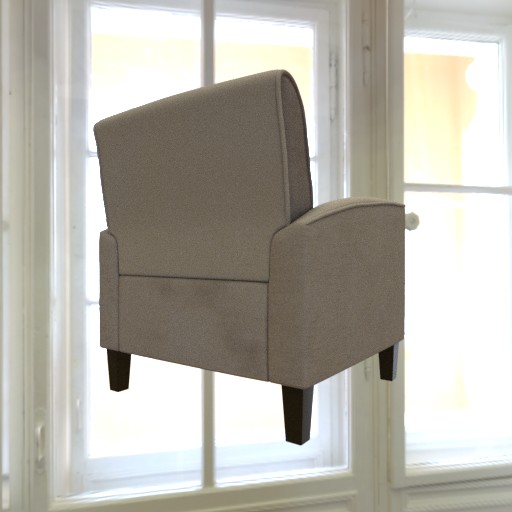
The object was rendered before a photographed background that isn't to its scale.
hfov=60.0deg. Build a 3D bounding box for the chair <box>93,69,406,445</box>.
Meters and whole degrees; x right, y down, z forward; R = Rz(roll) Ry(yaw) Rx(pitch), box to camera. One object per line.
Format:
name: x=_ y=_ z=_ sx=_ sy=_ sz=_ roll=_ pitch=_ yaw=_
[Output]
chair: x=0.000 y=0.000 z=1.561 sx=0.820 sy=0.915 sz=0.821 roll=0 pitch=1 yaw=36
